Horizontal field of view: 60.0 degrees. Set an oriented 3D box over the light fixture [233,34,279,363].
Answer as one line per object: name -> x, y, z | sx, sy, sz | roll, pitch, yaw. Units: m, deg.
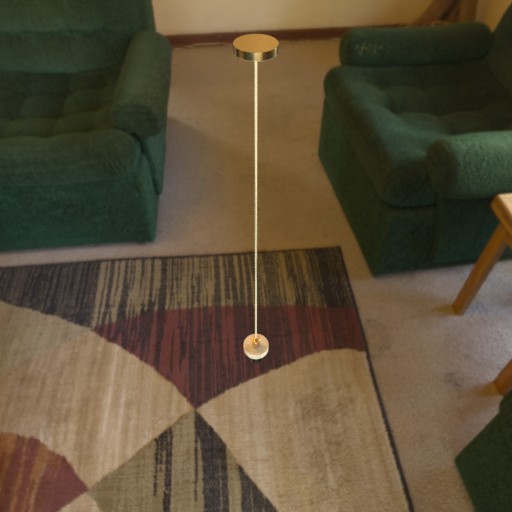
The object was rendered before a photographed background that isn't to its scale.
light fixture -> 0.000, 0.000, 1.786 | 0.129, 1.669, 0.129 | -18, 50, -15
